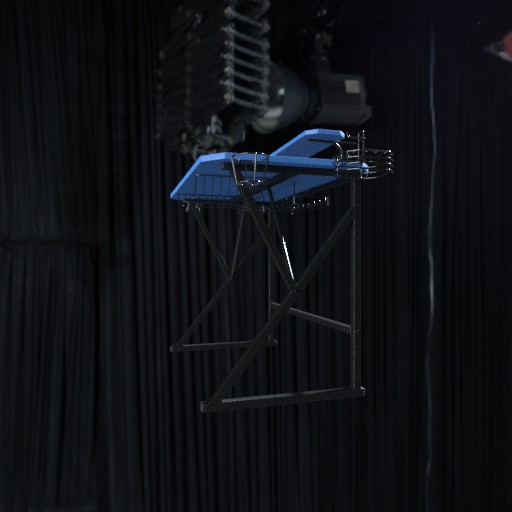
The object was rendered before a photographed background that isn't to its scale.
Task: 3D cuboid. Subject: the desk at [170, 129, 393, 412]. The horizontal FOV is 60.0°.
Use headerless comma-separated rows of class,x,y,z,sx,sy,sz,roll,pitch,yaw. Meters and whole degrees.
desk,0.000,0.000,1.791,0.594,0.909,1.295,0,0,-17
